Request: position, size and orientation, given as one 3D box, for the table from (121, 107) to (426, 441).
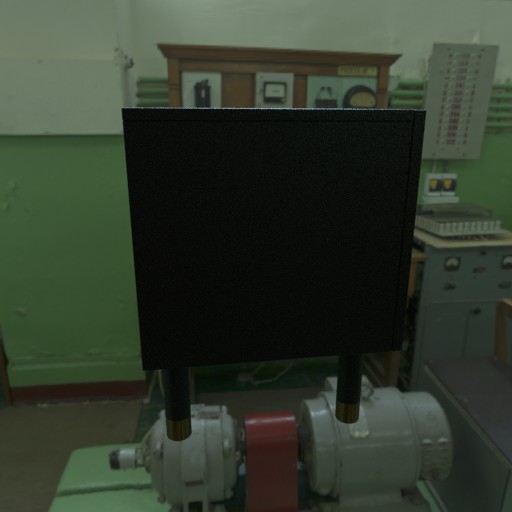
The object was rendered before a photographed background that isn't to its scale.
[{"bbox_3d":[0.000,0.000,0.958,0.441,0.584,0.564,-2,16,-8],"label":"table"}]
